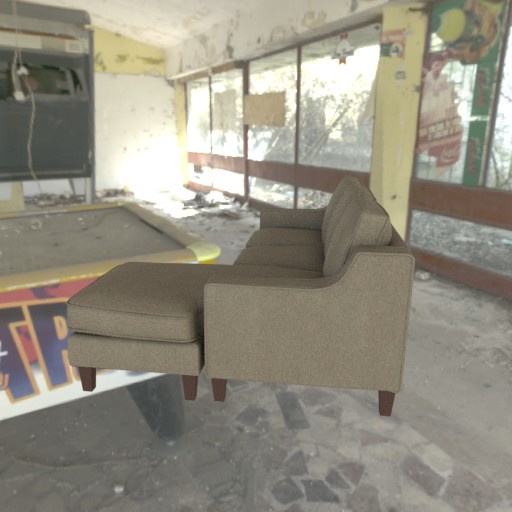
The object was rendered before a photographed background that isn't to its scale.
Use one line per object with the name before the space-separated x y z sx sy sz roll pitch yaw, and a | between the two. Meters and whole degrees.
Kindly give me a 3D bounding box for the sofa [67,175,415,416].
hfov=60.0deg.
sofa | 0.000 0.000 3.350 1.858 1.081 2.317 2 16 8
